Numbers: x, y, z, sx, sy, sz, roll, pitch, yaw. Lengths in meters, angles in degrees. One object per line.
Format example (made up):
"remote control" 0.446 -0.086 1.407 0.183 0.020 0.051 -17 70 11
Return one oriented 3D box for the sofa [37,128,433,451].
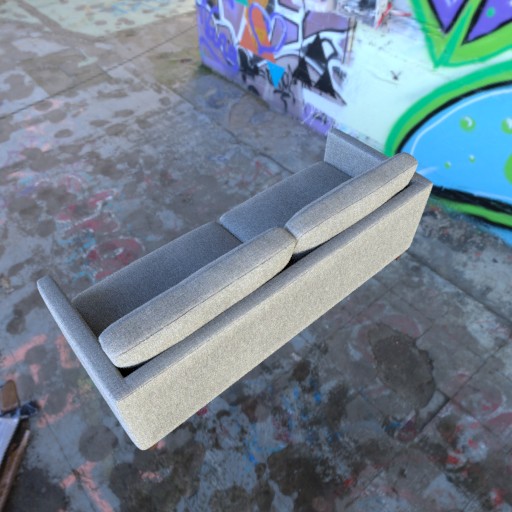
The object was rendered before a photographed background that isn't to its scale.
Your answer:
"sofa" 0.000 0.000 2.913 2.434 0.951 0.948 -32 55 -26
